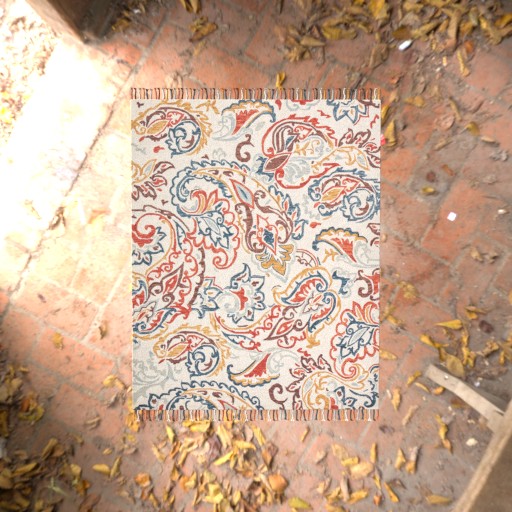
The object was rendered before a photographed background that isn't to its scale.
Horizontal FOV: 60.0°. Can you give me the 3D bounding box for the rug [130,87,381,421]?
[{"bbox_3d":[0.000,0.000,4.356,2.439,0.015,3.274,0,91,0],"label":"rug"}]
